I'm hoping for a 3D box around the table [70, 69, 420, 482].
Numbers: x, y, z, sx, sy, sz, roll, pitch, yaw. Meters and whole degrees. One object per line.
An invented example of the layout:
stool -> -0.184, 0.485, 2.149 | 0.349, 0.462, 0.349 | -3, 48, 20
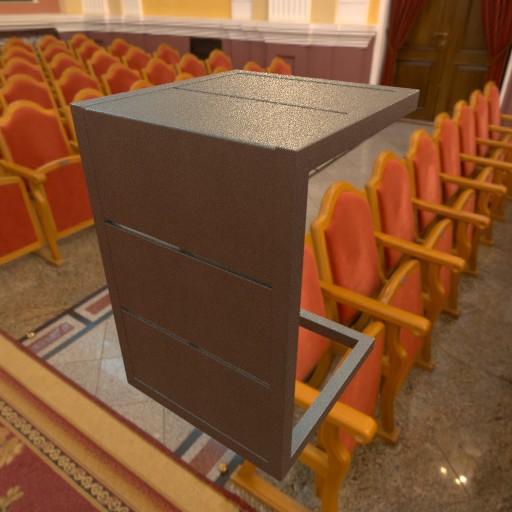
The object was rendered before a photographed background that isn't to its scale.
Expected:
table -> 0.000, 0.000, 0.881 | 0.405, 0.609, 0.420 | 20, 36, 30
